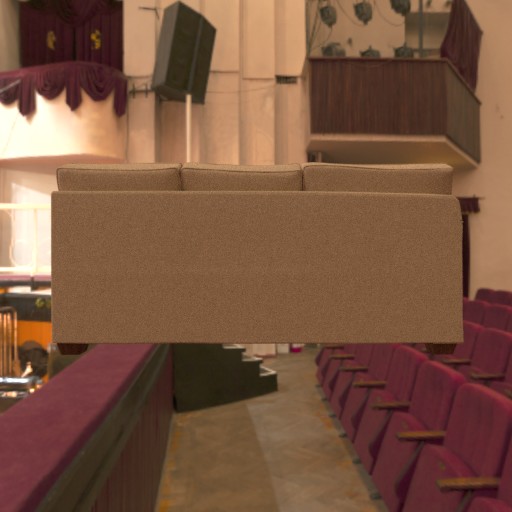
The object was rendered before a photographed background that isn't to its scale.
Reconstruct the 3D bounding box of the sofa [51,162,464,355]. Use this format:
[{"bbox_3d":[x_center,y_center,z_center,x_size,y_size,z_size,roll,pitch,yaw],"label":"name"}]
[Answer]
[{"bbox_3d":[0.000,0.000,2.576,1.962,0.946,1.034,0,0,0],"label":"sofa"}]
